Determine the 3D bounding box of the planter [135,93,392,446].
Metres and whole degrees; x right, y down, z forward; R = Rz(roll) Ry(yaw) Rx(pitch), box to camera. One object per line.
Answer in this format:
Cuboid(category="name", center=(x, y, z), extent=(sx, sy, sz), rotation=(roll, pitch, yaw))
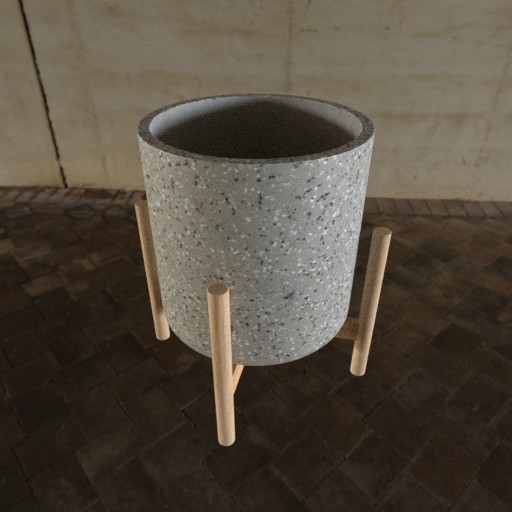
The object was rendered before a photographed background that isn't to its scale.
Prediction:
Cuboid(category="planter", center=(0.000, 0.000, 0.692), extent=(0.360, 0.419, 0.360), rotation=(22, 39, 30))
